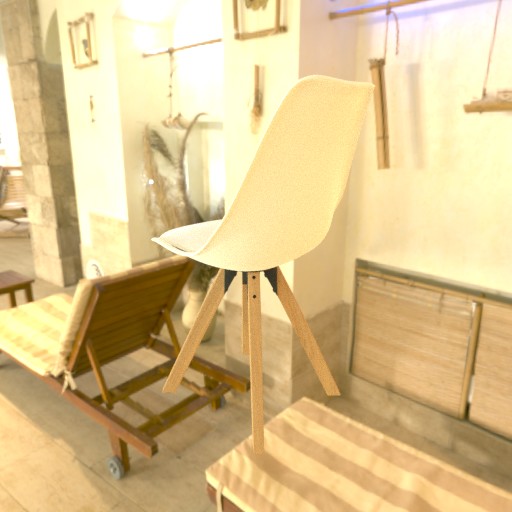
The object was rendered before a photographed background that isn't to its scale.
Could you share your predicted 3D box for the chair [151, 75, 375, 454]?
[{"bbox_3d":[0.000,0.000,1.188,0.550,0.849,0.485,14,21,41],"label":"chair"}]
